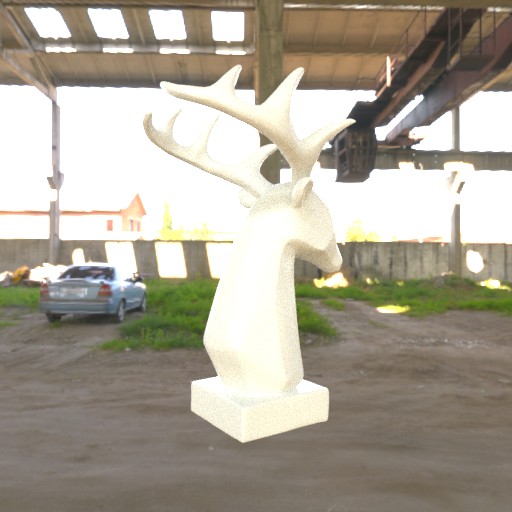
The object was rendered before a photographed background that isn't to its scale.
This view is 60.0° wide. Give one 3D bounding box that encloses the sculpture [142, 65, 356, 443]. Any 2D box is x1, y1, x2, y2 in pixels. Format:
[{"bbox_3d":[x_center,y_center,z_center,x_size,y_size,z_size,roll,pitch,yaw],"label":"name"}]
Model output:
[{"bbox_3d":[0.000,0.000,0.455,0.224,0.329,0.174,1,-1,-34],"label":"sculpture"}]
